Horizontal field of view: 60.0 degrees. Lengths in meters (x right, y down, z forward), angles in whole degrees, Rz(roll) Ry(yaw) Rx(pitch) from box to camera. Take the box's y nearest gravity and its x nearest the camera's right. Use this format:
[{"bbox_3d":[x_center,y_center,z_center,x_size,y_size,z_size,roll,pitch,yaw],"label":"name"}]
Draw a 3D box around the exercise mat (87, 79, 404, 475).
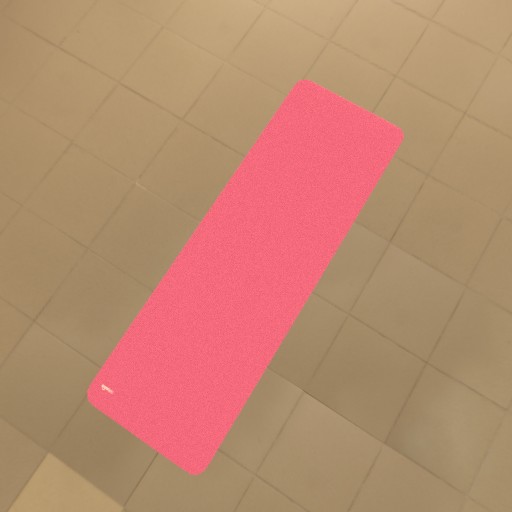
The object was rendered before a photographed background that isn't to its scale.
[{"bbox_3d":[0.000,0.000,2.072,0.616,0.021,1.884,31,79,7],"label":"exercise mat"}]
